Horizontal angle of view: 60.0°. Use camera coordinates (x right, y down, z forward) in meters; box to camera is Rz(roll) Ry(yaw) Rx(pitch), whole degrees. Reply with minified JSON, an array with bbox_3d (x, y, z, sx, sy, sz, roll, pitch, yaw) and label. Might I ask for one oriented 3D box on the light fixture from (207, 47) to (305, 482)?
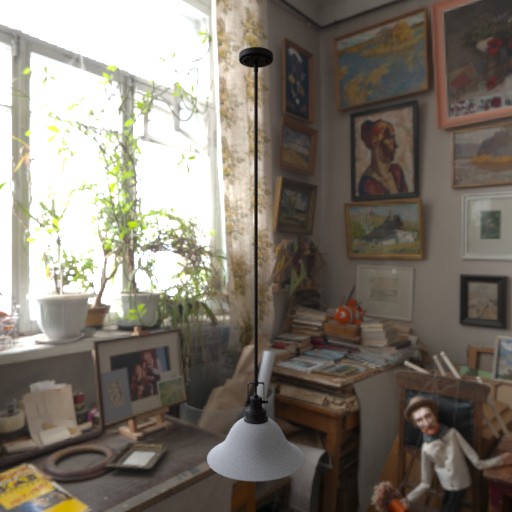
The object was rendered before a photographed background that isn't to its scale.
[{"bbox_3d":[0.000,0.000,1.473,0.324,1.337,0.324,0,0,1],"label":"light fixture"}]
